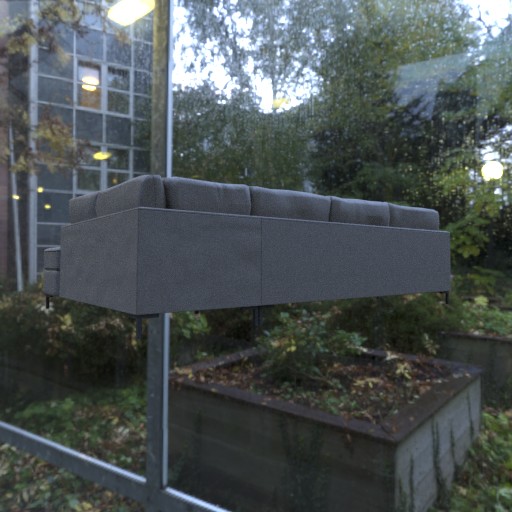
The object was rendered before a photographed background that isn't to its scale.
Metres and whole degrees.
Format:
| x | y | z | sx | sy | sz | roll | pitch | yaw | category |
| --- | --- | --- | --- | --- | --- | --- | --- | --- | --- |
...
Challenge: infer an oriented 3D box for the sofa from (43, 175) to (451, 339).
| x | y | z | sx | sy | sz | roll | pitch | yaw | category |
| --- | --- | --- | --- | --- | --- | --- | --- | --- | --- |
| 0.000 | 0.000 | 4.237 | 3.331 | 0.964 | 2.077 | 1 | -1 | -38 | sofa |
